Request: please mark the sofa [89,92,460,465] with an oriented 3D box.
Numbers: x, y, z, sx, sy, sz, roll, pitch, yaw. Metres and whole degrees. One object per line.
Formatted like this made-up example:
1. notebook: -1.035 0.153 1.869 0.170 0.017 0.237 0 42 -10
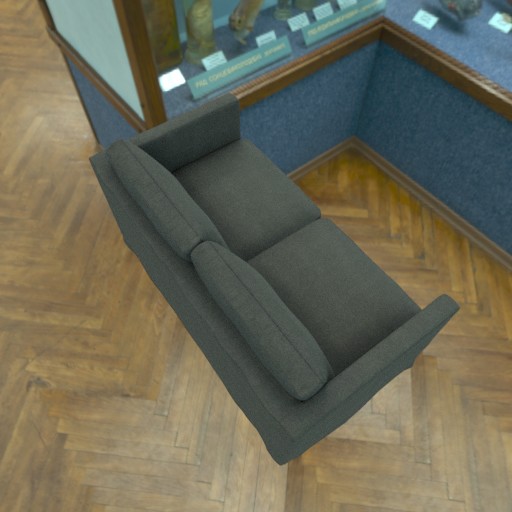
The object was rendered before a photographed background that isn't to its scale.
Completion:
1. sofa: 0.000 0.000 2.389 0.974 0.854 1.802 -32 63 -18
